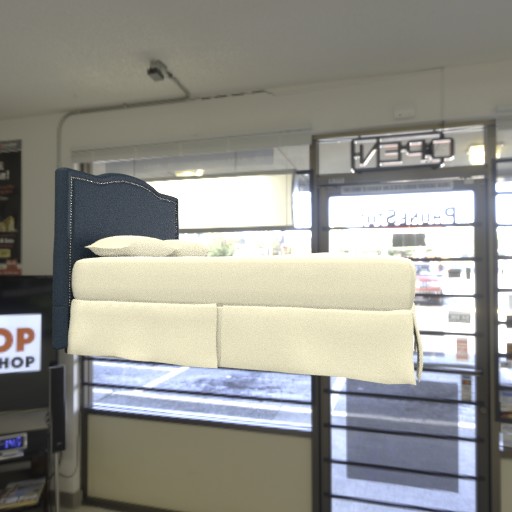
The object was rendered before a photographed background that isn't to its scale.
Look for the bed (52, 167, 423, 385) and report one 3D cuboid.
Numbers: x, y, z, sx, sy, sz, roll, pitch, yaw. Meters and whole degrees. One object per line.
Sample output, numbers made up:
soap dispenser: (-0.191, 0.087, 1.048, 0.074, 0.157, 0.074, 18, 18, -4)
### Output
bed: (0.000, 0.000, 3.584, 2.507, 1.441, 1.741, 0, -1, 19)
